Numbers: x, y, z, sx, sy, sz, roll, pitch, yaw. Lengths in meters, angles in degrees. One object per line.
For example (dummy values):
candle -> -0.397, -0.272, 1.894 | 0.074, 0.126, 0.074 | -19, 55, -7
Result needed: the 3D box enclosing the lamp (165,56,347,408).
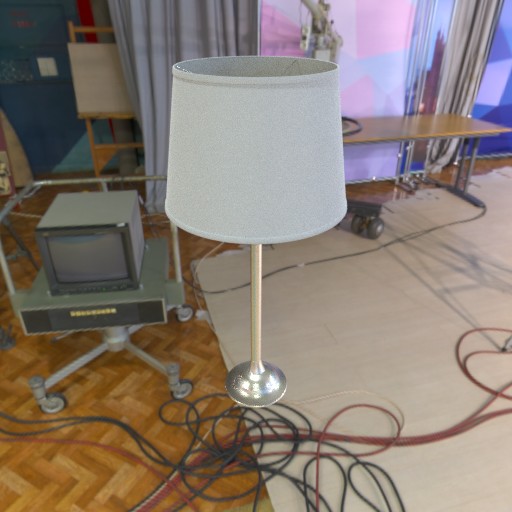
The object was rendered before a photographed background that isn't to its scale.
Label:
lamp -> 0.000, 0.000, 0.876 | 0.331, 0.698, 0.331 | 0, 30, 0
